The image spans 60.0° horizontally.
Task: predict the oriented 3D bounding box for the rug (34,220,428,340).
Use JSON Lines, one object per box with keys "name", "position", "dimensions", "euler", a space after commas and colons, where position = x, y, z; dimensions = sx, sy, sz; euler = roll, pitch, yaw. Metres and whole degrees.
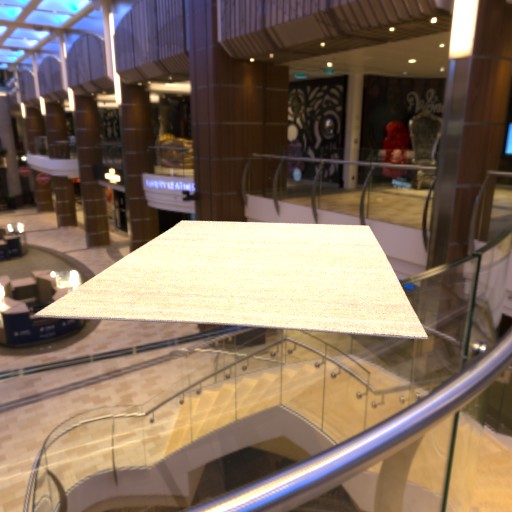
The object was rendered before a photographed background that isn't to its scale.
{"name": "rug", "position": [0.000, 0.000, 4.258], "dimensions": [2.467, 0.046, 3.245], "euler": [2, 16, 8]}
